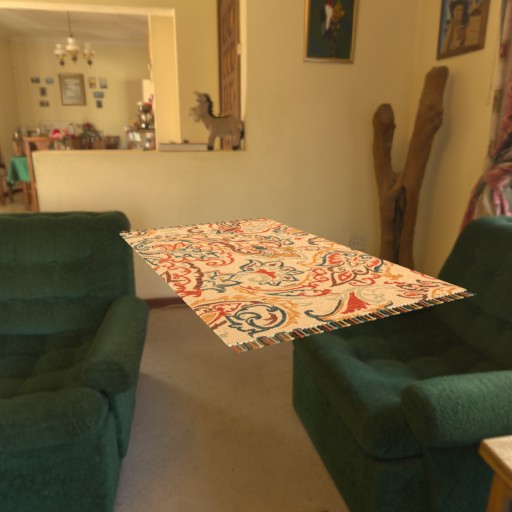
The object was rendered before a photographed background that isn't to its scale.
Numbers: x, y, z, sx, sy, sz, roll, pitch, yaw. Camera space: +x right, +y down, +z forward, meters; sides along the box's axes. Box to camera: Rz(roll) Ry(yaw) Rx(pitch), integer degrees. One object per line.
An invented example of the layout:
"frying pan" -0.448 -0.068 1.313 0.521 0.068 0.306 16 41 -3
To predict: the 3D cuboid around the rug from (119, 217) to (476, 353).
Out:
"rug" 0.000 0.000 3.303 1.523 0.010 2.584 -8 18 -26
